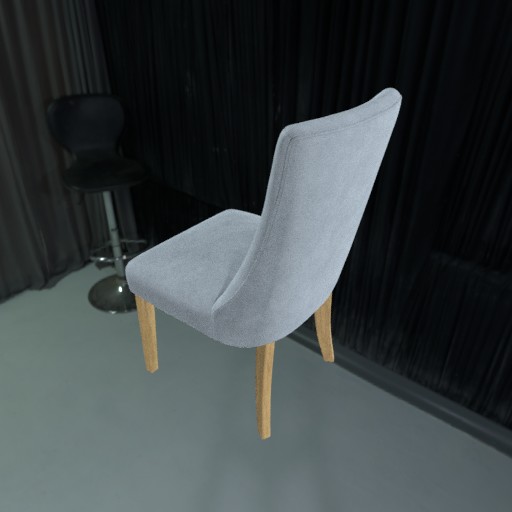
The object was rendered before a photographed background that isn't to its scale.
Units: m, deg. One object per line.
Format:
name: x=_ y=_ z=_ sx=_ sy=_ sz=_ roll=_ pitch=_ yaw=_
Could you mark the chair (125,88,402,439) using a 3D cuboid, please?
chair: x=0.000 y=0.000 z=1.262 sx=0.610 sy=0.902 sz=0.495 roll=21 pitch=37 yaw=31
